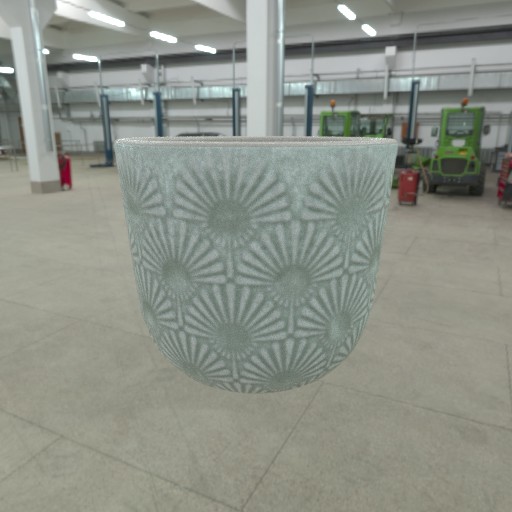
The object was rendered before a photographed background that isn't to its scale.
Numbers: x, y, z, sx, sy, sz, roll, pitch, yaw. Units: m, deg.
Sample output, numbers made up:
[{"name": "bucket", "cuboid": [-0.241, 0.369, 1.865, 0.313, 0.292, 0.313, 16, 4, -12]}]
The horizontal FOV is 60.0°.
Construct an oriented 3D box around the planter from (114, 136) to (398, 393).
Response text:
[{"name": "planter", "cuboid": [0.000, 0.000, 0.297, 0.170, 0.152, 0.170, 0, 16, 0]}]
